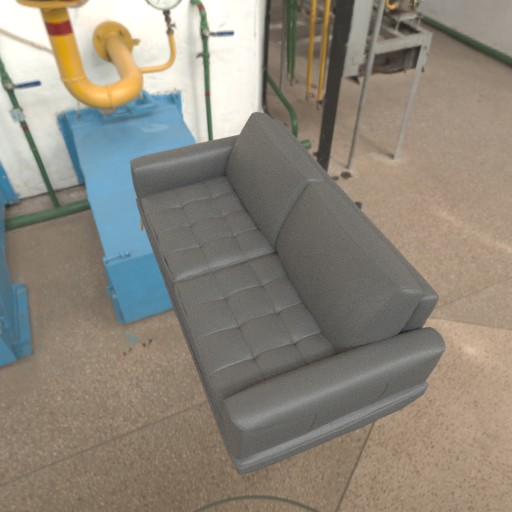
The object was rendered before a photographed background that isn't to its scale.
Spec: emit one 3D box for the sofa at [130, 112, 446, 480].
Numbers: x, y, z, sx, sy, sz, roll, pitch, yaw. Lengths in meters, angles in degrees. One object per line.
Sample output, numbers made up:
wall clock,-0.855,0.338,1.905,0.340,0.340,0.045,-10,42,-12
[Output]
sofa,0.000,0.000,2.692,1.121,0.930,2.177,-17,48,-16
